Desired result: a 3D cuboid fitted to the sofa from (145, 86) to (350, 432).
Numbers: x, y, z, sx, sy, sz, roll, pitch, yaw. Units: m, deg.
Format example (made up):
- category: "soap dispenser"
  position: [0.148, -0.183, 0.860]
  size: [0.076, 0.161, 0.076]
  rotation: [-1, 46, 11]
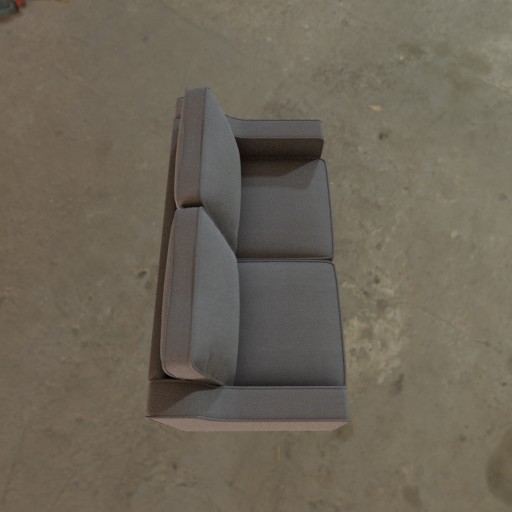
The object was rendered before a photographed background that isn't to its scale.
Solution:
- category: "sofa"
  position: [0.000, 0.000, 2.094]
  size: [0.791, 0.948, 1.500]
  rotation: [0, 64, 0]
